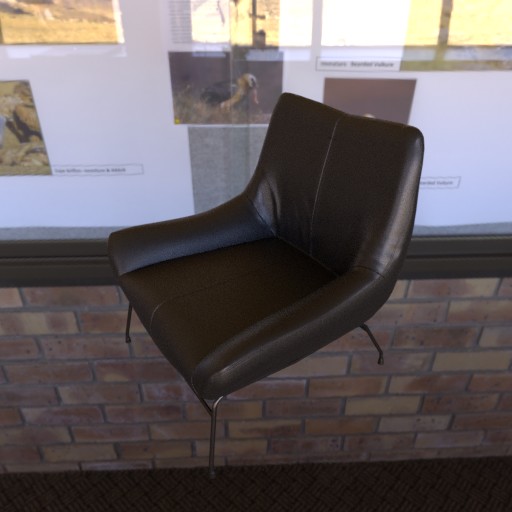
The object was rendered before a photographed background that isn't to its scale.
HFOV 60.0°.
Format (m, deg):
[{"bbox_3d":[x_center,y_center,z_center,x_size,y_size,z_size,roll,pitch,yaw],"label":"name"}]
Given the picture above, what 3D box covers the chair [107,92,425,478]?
[{"bbox_3d":[0.000,0.000,1.550,0.826,0.922,0.836,-20,37,-29],"label":"chair"}]
